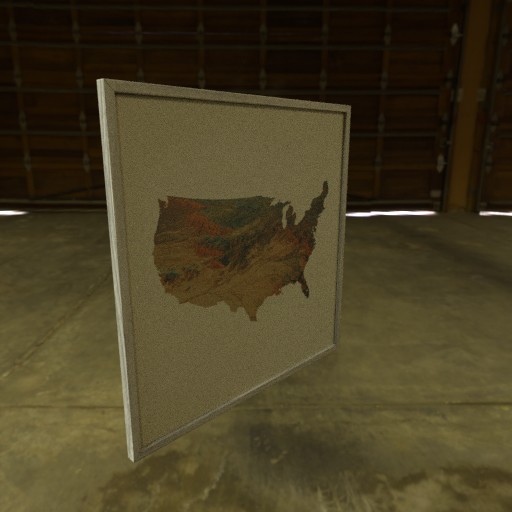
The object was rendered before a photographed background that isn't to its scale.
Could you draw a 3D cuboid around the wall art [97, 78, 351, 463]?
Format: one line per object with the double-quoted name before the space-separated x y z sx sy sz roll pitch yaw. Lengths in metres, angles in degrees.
"wall art" 0.000 0.000 0.743 0.016 0.507 0.508 13 19 43
